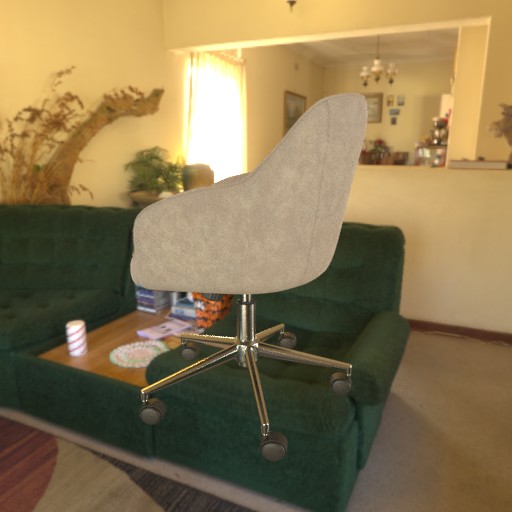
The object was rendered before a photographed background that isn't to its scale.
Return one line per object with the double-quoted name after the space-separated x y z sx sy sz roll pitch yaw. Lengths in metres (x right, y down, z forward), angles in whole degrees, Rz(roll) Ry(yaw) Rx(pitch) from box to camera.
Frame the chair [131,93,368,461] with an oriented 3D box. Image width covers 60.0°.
0.000 0.000 1.248 0.573 0.831 0.635 2 14 8 "chair"
